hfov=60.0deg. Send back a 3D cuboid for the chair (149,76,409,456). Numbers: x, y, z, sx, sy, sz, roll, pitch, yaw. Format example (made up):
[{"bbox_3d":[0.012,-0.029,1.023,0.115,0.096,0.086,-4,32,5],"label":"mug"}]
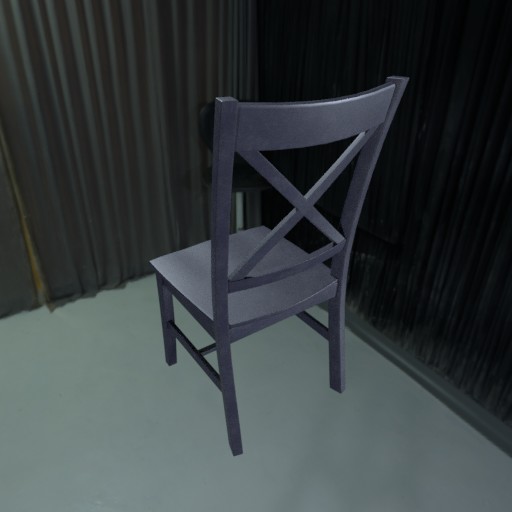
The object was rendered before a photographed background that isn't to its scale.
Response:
[{"bbox_3d":[0.000,0.000,1.280,0.485,0.983,0.542,-19,35,-30],"label":"chair"}]
